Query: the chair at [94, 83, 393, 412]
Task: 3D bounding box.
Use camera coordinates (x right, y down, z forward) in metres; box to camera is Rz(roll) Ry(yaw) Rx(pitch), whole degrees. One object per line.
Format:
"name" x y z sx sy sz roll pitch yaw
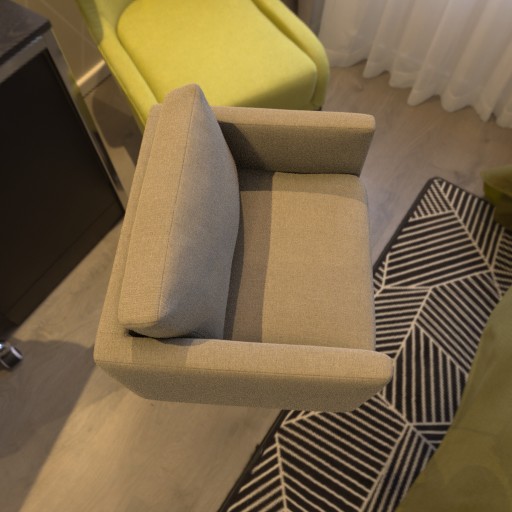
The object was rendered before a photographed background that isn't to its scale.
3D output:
"chair" 0.000 0.000 1.813 0.959 0.963 1.107 3 63 2
